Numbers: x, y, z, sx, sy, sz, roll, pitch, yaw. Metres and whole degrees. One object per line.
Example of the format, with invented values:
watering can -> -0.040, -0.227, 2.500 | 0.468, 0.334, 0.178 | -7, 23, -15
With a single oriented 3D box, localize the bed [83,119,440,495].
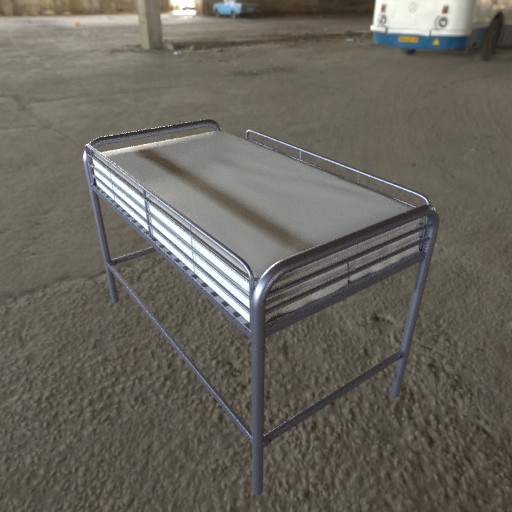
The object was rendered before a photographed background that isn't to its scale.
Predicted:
bed -> 0.000, 0.000, 2.860 | 1.415, 1.288, 1.965 | -20, 36, -30
